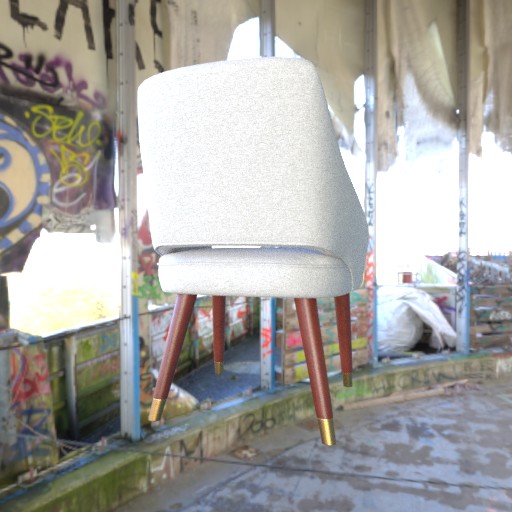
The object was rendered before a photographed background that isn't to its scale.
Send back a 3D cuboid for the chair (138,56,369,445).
[{"bbox_3d":[0.000,0.000,1.285,0.609,0.889,0.600,0,1,18],"label":"chair"}]
